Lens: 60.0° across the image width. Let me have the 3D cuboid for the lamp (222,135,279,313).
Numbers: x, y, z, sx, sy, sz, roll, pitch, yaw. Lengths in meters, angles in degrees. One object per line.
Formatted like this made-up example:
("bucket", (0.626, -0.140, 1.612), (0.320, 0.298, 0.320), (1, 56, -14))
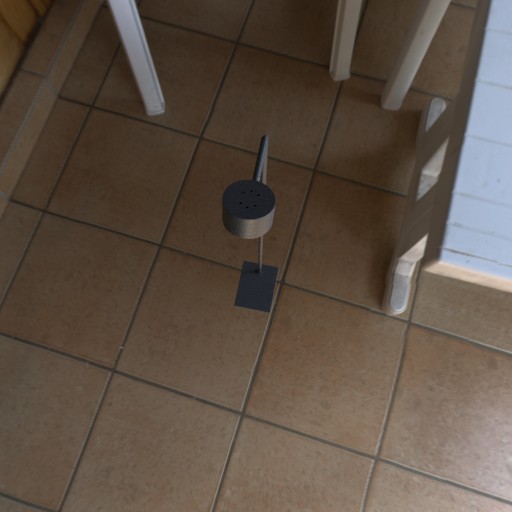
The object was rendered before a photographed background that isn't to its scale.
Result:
("lamp", (0.000, 0.000, 1.730), (0.203, 1.600, 0.304), (11, 76, 3))
